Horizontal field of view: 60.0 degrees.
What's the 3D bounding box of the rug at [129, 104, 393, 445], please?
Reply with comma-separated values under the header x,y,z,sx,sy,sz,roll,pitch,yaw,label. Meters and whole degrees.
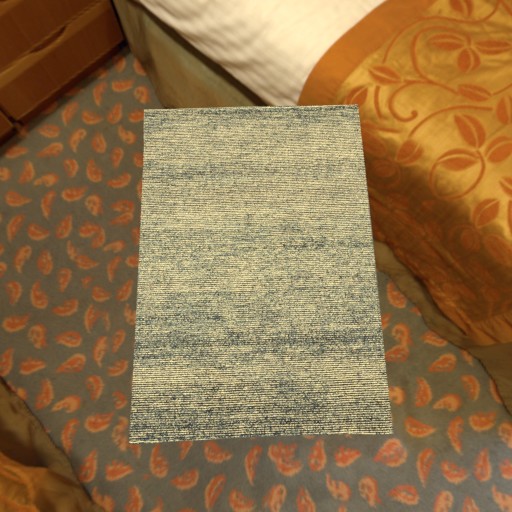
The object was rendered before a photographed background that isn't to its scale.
x,y,z,sx,sy,sz,roll,pitch,yaw,label
0.000,0.000,3.029,1.624,0.030,2.349,-2,74,0,rug
